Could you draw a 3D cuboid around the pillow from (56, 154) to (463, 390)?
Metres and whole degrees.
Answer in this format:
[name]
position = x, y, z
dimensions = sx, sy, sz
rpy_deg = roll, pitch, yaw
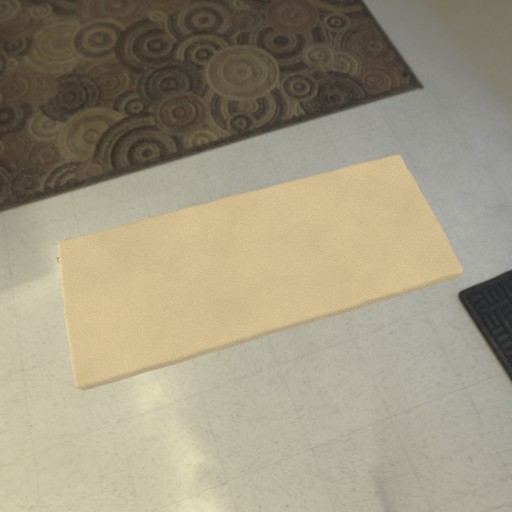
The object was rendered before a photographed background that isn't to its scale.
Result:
[pillow]
position = 0.000, 0.000, 1.355
dimensions = 1.187, 0.081, 0.492
rpy_deg = -15, 66, -7
